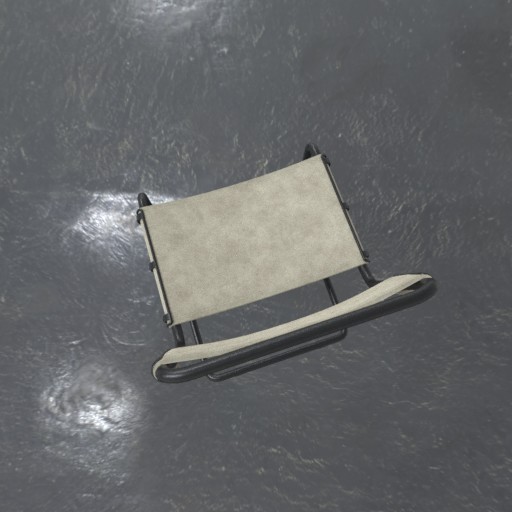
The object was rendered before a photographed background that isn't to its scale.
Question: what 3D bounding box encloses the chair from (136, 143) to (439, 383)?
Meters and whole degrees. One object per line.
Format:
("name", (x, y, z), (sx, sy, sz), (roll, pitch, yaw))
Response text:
("chair", (0.000, 0.000, 1.082), (0.499, 0.747, 0.497), (-17, 75, -5))
